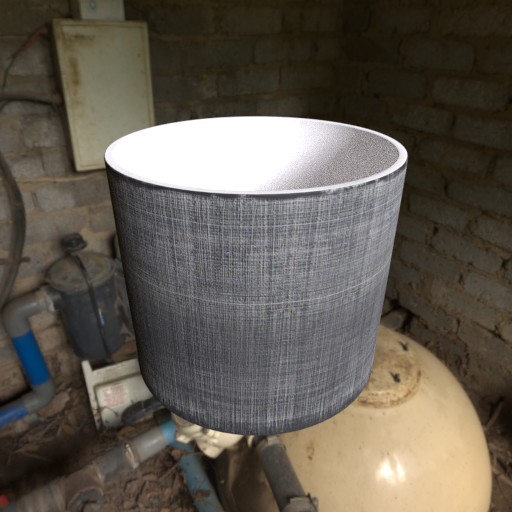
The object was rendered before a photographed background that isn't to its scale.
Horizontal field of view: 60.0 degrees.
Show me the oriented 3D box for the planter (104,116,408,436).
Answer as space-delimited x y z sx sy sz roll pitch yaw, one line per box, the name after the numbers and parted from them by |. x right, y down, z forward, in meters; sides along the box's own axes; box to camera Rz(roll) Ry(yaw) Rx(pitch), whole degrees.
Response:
0.000 0.000 0.438 0.254 0.221 0.254 0 28 0 | planter
